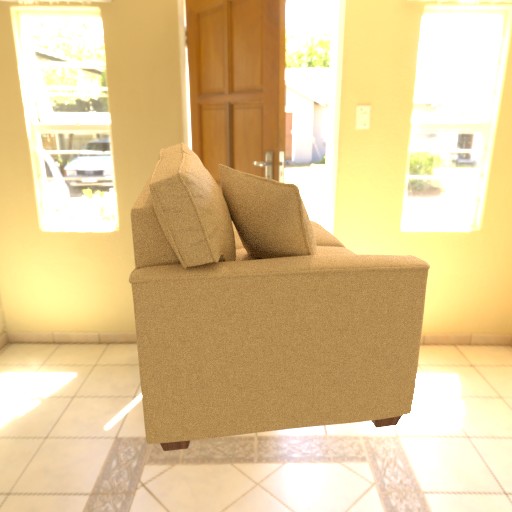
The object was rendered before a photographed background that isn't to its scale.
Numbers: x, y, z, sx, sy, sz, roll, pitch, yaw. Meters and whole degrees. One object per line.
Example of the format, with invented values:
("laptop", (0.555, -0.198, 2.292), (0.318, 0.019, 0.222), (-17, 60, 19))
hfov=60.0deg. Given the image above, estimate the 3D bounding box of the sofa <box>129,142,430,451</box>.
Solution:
("sofa", (0.000, 0.000, 2.078), (0.991, 0.989, 1.388), (-3, 17, -9))
